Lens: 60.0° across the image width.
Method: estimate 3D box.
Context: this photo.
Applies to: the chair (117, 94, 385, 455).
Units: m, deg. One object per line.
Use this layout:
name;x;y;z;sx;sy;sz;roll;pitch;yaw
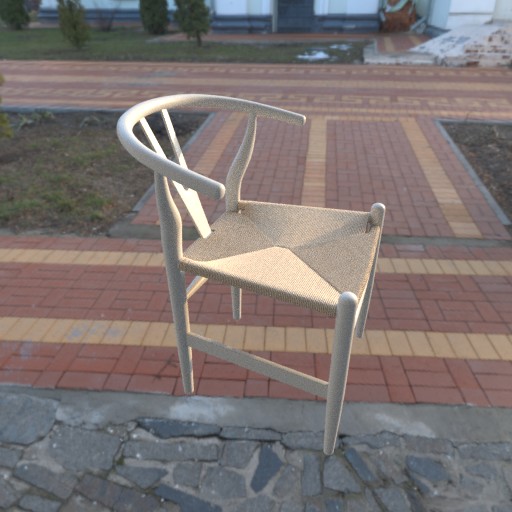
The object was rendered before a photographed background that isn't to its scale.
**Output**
chair;0.000;0.000;1.142;0.579;0.730;0.569;11;32;18
